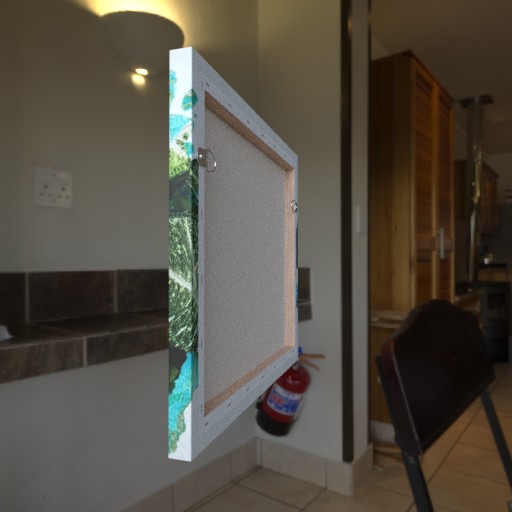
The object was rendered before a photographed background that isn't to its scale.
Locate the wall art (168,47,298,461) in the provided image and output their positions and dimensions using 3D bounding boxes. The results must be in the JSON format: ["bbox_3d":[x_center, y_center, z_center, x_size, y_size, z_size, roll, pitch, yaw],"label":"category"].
[{"bbox_3d":[0.000,0.000,0.993,0.043,0.610,0.711,0,-1,18],"label":"wall art"}]
